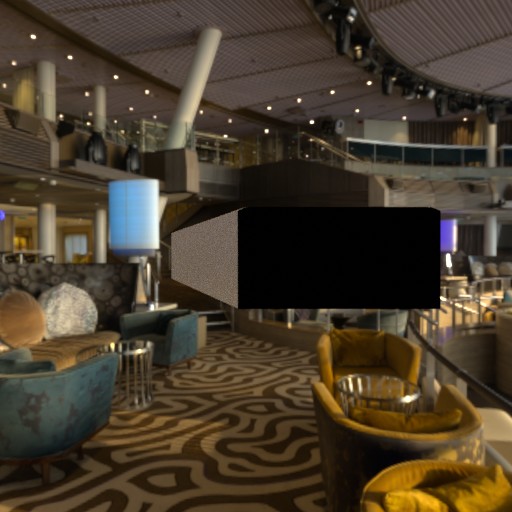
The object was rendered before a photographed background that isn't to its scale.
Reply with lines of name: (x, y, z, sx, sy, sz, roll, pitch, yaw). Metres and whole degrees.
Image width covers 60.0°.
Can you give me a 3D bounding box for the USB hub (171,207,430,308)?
USB hub: (0.000, 0.000, 0.160, 0.044, 0.023, 0.145, 0, 0, -18)
